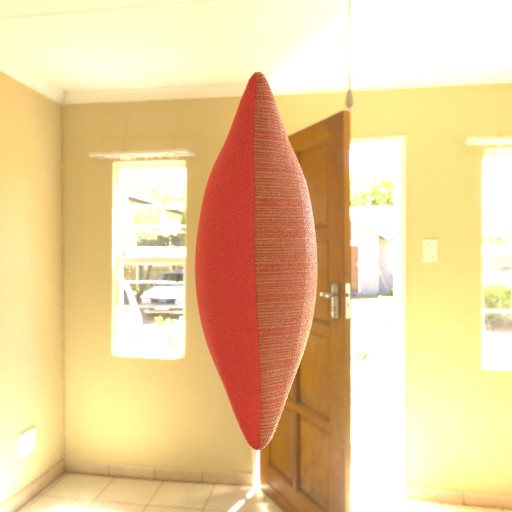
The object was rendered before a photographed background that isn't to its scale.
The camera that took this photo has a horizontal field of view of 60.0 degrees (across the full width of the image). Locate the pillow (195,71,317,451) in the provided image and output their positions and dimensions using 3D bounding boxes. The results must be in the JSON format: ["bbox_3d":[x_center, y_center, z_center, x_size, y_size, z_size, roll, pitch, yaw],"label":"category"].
[{"bbox_3d":[0.000,0.000,0.844,0.229,0.501,0.559,0,0,-1],"label":"pillow"}]
